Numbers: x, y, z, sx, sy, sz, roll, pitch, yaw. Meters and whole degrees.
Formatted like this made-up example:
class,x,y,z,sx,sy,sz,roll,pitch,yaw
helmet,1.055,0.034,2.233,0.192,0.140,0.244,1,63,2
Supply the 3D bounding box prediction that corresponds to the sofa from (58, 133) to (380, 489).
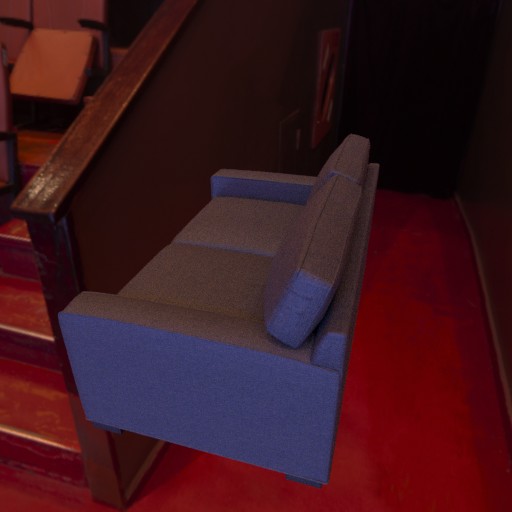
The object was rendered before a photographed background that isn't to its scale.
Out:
class,x,y,z,sx,sy,sz,roll,pitch,yaw
sofa,0.000,0.000,2.061,0.974,0.887,1.534,9,31,14
